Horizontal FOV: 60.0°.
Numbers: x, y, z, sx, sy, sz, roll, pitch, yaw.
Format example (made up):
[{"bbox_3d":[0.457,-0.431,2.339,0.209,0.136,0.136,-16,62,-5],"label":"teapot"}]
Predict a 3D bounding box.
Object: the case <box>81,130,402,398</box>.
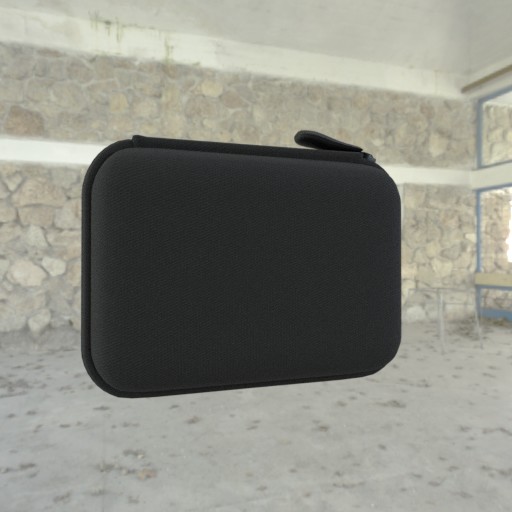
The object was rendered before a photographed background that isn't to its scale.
[{"bbox_3d":[0.000,0.000,0.180,0.132,0.105,0.038,0,0,-18],"label":"case"}]
